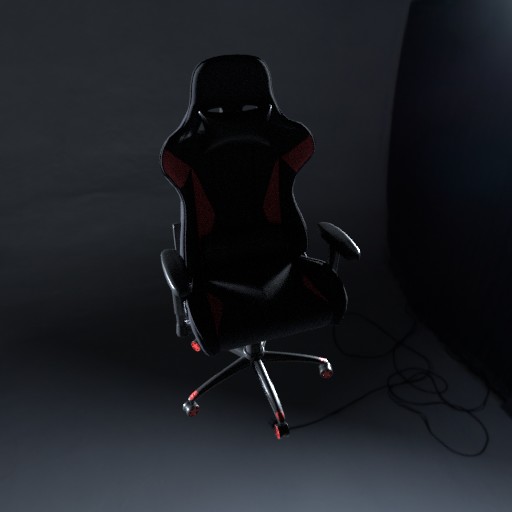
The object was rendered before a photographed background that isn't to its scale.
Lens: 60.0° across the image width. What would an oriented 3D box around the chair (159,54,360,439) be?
[{"bbox_3d":[0.000,0.000,1.661,0.695,1.326,0.658,-11,33,-17],"label":"chair"}]
